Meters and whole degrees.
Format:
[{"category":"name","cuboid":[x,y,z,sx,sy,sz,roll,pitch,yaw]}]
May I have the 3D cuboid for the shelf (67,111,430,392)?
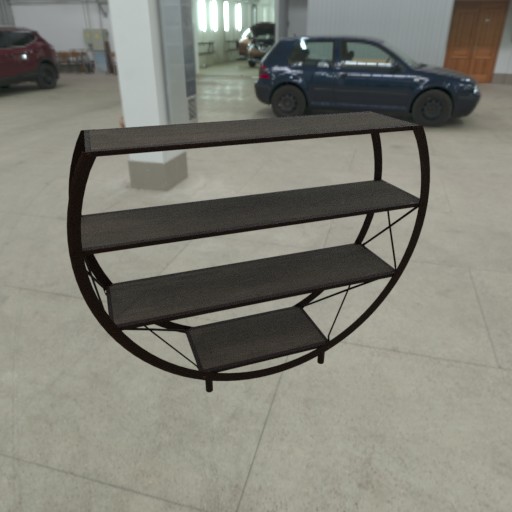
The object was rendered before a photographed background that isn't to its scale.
[{"category":"shelf","cuboid":[0.000,0.000,1.875,1.403,1.063,0.344,-9,29,-17]}]
